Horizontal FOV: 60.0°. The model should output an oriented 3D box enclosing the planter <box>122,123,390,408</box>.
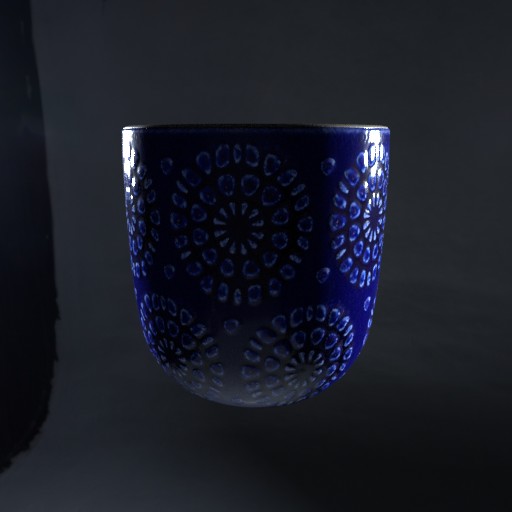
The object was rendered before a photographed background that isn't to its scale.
[{"bbox_3d":[0.000,0.000,0.200,0.109,0.112,0.109,0,15,0],"label":"planter"}]
